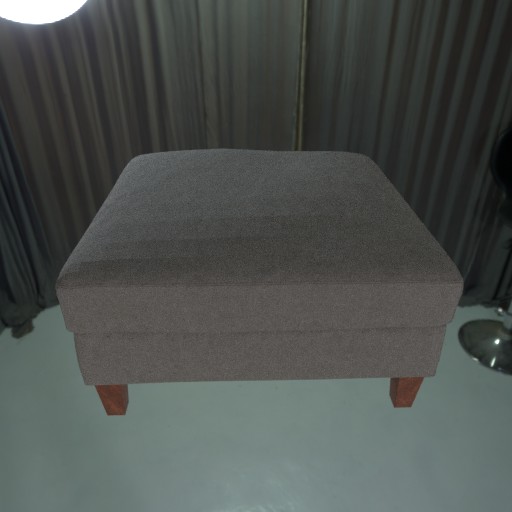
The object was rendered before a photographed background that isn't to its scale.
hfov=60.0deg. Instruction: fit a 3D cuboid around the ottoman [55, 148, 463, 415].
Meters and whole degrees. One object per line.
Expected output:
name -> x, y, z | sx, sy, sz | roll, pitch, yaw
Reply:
ottoman -> 0.000, 0.000, 1.373 | 0.881, 0.482, 0.861 | -1, 31, -2
